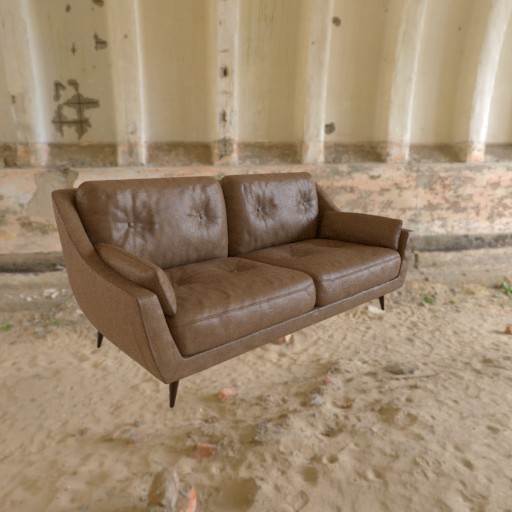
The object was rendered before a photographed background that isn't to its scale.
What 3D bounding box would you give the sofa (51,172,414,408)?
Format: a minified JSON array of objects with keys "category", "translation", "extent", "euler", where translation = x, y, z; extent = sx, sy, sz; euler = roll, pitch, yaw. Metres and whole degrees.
[{"category":"sofa","translation":[0.000,0.000,2.393],"extent":[1.902,0.839,0.904],"euler":[-12,18,-43]}]
